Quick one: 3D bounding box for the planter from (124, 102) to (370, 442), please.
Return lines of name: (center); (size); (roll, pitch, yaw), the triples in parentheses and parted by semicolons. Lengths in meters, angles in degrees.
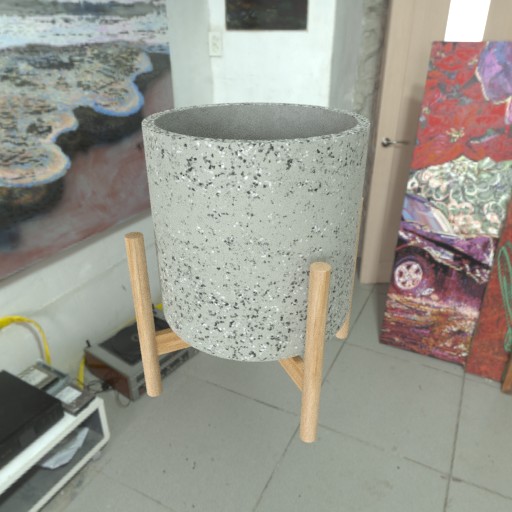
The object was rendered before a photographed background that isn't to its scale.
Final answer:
planter: (0.000, 0.000, 0.697); (0.360, 0.419, 0.360); (-1, 27, -2)
